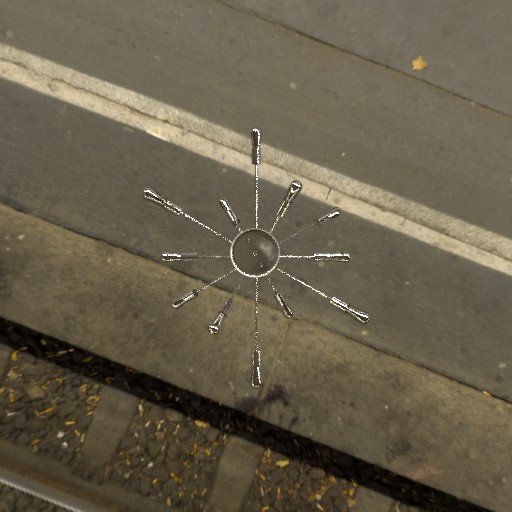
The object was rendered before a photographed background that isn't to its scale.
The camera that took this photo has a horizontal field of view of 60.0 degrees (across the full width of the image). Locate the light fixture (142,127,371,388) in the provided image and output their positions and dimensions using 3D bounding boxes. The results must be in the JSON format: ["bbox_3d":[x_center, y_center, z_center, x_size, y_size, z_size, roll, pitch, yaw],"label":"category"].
[{"bbox_3d":[0.000,0.000,1.058,0.509,0.558,0.684,0,89,0],"label":"light fixture"}]
